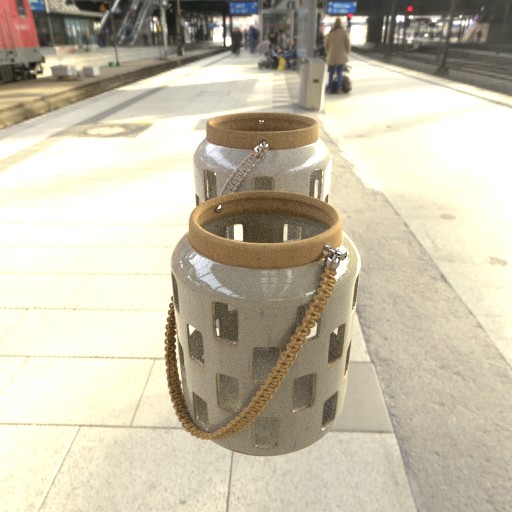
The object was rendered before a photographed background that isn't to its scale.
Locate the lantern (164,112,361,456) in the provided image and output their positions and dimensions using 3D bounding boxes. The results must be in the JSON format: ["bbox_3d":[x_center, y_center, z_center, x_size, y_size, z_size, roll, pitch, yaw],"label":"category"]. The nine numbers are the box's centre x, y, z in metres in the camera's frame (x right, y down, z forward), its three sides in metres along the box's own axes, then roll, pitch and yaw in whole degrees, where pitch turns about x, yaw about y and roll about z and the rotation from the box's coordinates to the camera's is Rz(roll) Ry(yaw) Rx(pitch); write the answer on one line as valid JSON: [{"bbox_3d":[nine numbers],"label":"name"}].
[{"bbox_3d":[0.000,0.000,0.485,0.184,0.255,0.347,0,27,0],"label":"lantern"}]
